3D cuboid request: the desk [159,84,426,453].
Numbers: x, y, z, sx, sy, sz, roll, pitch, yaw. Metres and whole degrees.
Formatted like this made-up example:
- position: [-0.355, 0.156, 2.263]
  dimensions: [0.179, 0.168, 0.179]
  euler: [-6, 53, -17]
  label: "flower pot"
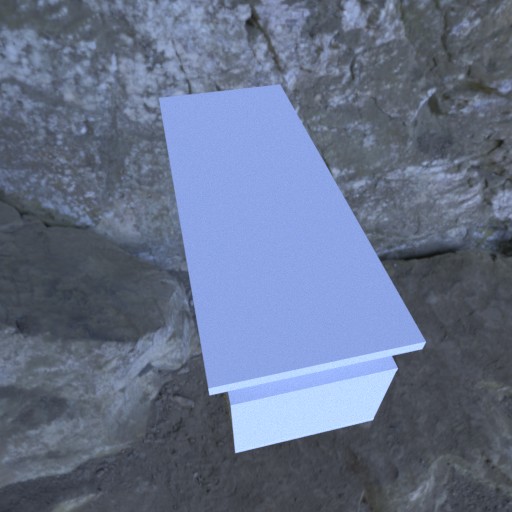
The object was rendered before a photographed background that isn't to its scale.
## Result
- position: [0.000, 0.000, 1.956]
  dimensions: [0.603, 0.773, 1.530]
  euler: [-10, 48, -9]
  label: "desk"
